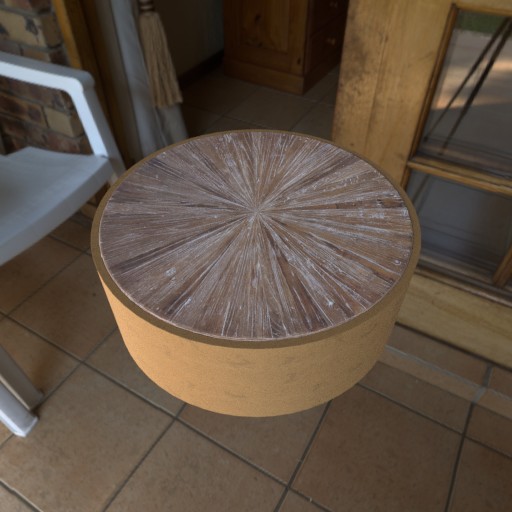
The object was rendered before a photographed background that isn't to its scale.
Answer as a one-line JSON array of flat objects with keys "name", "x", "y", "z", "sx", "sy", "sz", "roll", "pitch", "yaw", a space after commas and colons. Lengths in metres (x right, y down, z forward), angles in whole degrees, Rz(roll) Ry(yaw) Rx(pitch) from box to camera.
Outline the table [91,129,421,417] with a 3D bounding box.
[{"name": "table", "x": 0.000, "y": 0.000, "z": 1.528, "sx": 1.001, "sy": 0.409, "sz": 1.001, "roll": 0, "pitch": 46, "yaw": 0}]
